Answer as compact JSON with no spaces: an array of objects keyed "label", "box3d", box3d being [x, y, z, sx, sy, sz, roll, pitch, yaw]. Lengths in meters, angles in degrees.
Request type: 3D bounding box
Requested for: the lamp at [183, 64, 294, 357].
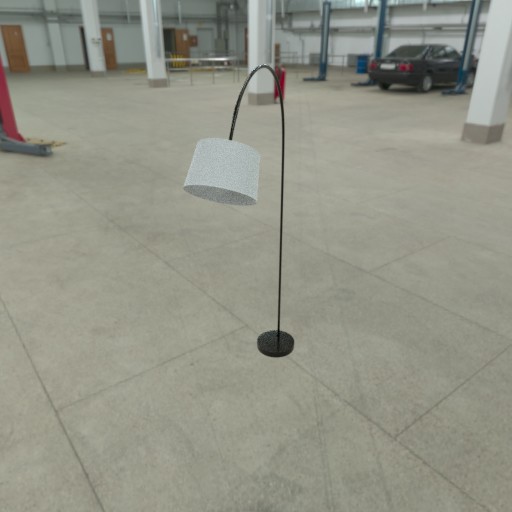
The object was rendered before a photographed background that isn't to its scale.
[{"label":"lamp","box3d":[0.000,0.000,2.661,0.331,2.104,1.363,8,27,15]}]
